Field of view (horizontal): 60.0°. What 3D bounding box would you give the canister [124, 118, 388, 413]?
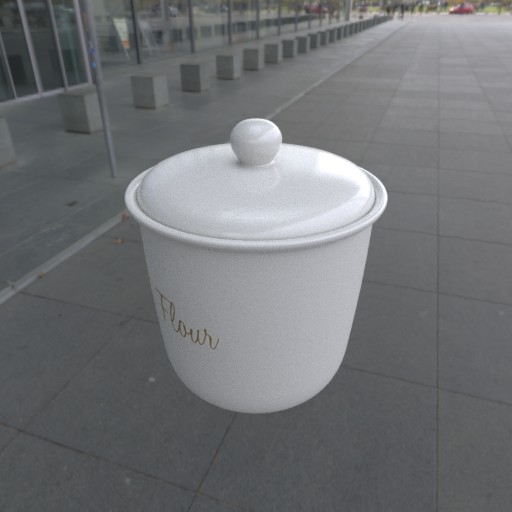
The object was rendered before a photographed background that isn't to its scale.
[{"bbox_3d":[0.000,0.000,0.345,0.182,0.208,0.182,0,30,0],"label":"canister"}]
